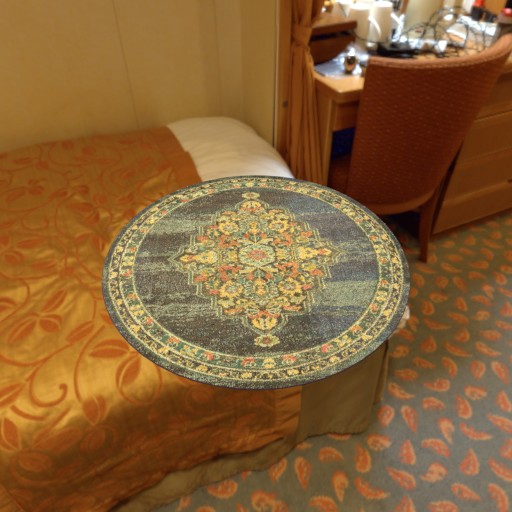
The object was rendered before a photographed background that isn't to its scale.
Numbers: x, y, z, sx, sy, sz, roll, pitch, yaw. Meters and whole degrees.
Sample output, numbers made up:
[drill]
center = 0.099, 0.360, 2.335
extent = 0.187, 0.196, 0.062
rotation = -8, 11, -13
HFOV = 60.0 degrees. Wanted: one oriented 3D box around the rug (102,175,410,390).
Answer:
[rug]
center = 0.000, 0.000, 3.538
extent = 2.386, 0.014, 2.386
rotation = 0, 42, 0
